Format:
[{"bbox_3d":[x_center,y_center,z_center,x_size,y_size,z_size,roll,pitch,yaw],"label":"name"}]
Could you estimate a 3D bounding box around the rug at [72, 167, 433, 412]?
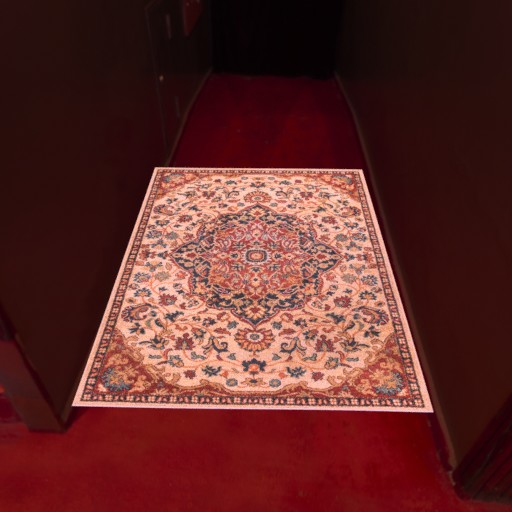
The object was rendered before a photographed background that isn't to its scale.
[{"bbox_3d":[0.000,0.000,4.132,2.454,0.005,3.067,1,43,1],"label":"rug"}]
